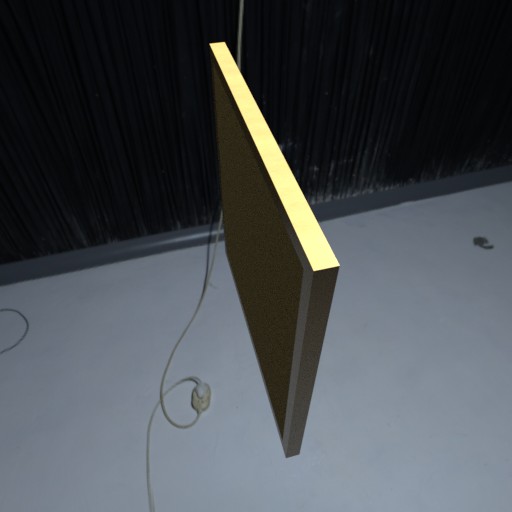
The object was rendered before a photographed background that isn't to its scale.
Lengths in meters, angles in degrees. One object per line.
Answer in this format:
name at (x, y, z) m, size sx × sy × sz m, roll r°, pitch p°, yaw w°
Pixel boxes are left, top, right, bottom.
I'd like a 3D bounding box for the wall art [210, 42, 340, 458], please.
wall art at (0.000, 0.000, 2.884) m, size 0.097 × 1.936 × 1.935 m, roll -11°, pitch 49°, yaw -10°
